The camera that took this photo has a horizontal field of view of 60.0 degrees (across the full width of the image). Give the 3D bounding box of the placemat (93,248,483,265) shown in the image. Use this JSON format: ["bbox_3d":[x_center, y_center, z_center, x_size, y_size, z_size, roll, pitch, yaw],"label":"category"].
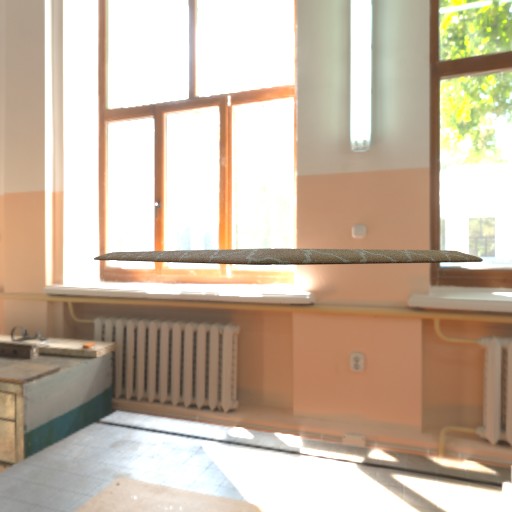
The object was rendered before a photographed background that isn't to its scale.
[{"bbox_3d":[0.000,0.000,0.969,0.508,0.021,0.762,0,0,-35],"label":"placemat"}]
